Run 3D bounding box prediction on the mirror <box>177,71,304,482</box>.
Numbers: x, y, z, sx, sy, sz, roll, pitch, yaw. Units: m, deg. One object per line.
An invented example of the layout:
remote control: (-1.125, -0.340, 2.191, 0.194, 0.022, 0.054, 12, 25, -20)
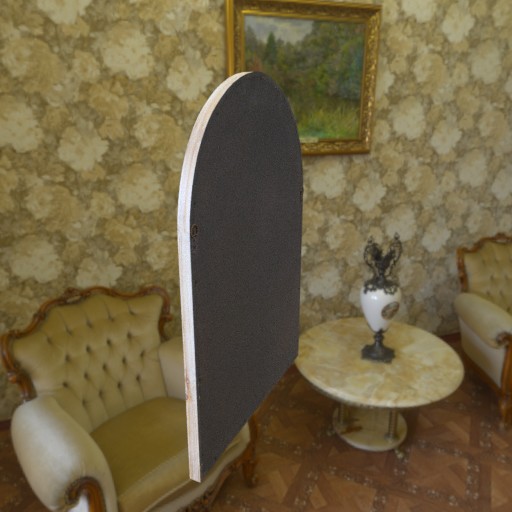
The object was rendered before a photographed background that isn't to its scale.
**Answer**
mirror: (0.000, 0.000, 1.193, 0.032, 0.920, 0.660, 8, 18, 24)
